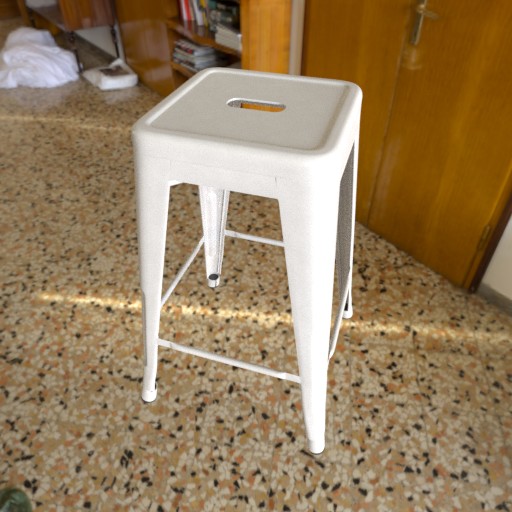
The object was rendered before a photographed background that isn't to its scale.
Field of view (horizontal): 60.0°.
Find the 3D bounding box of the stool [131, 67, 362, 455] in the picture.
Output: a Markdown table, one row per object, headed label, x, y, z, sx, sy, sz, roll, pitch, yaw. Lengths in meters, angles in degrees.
| label | x | y | z | sx | sy | sz | roll | pitch | yaw |
| --- | --- | --- | --- | --- | --- | --- | --- | --- | --- |
| stool | 0.000 | 0.000 | 0.868 | 0.406 | 0.610 | 0.406 | 12 | 42 | 13 |
